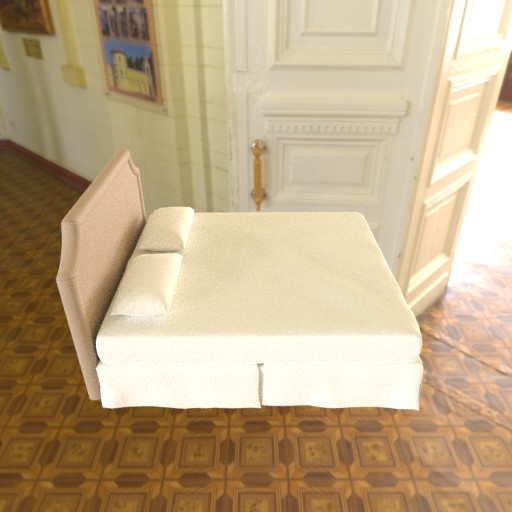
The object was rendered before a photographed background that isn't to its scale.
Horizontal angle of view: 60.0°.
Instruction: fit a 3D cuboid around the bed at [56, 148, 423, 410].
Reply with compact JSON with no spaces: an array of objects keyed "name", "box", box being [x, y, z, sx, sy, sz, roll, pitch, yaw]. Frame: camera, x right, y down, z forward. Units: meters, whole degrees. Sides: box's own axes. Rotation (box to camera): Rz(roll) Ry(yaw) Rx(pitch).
[{"name":"bed","box":[0.000,0.000,4.227,2.773,1.590,2.350,0,31,-1]}]
